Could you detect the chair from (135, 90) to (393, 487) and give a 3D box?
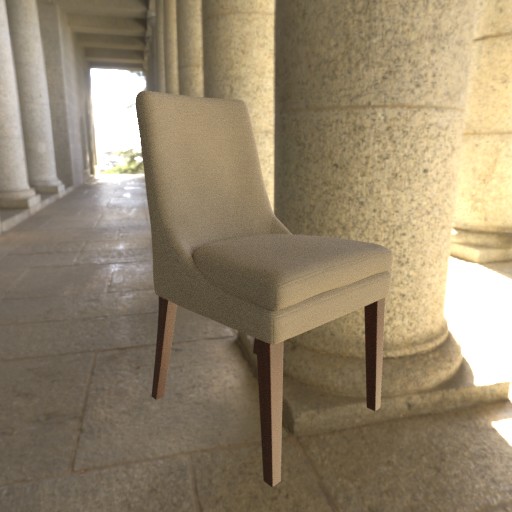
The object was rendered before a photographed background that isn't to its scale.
[{"bbox_3d":[0.000,0.000,1.310,0.515,0.940,0.638,-13,19,-42],"label":"chair"}]
